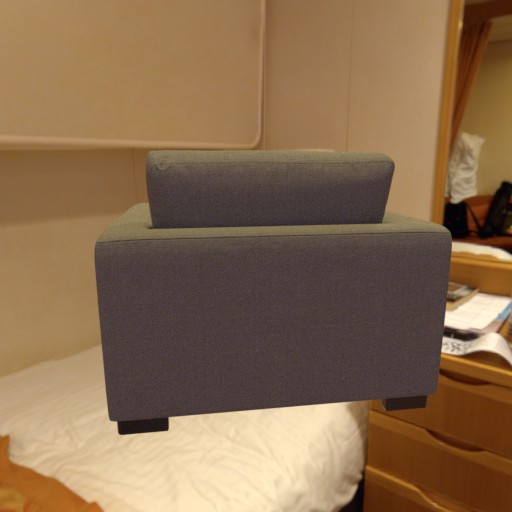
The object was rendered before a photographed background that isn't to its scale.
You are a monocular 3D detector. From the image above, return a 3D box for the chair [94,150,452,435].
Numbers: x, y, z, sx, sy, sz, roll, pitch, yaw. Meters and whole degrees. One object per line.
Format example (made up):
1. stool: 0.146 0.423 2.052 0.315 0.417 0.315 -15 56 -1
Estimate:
1. chair: 0.000 0.000 1.844 1.070 0.847 1.100 -2 13 -8
